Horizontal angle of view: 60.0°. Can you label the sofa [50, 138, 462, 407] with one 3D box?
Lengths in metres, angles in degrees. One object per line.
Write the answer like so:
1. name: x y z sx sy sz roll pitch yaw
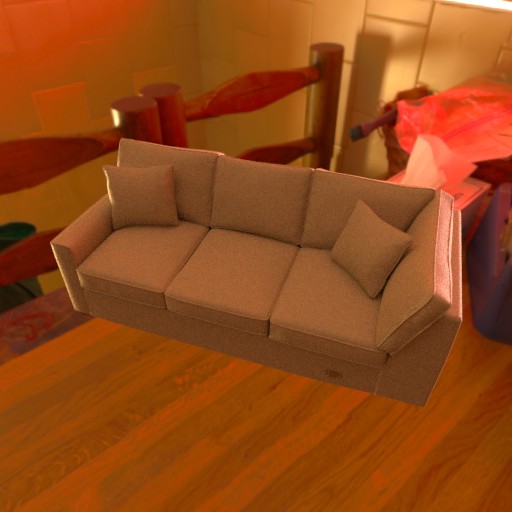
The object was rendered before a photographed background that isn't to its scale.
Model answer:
1. sofa: 0.000 0.000 2.812 2.317 0.962 1.061 12 40 15
